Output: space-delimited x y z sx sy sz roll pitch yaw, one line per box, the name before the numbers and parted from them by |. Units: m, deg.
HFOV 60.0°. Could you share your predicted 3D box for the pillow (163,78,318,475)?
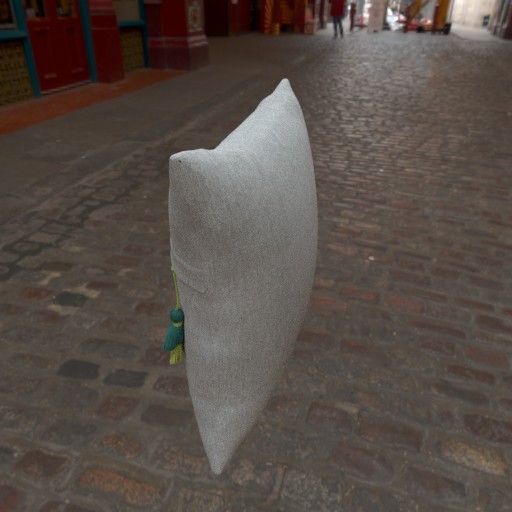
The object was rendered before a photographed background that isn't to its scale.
pillow | 0.000 0.000 0.662 0.173 0.436 0.433 8 31 14
